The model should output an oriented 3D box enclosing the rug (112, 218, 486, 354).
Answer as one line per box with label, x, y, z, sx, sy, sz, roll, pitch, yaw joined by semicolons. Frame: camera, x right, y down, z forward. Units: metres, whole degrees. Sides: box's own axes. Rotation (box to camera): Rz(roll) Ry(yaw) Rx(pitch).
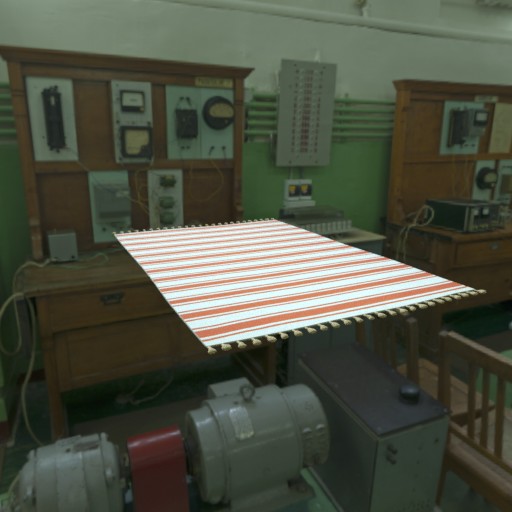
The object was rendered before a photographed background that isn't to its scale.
rug;0.000;0.000;3.046;1.556;0.022;2.433;-7;17;-25
